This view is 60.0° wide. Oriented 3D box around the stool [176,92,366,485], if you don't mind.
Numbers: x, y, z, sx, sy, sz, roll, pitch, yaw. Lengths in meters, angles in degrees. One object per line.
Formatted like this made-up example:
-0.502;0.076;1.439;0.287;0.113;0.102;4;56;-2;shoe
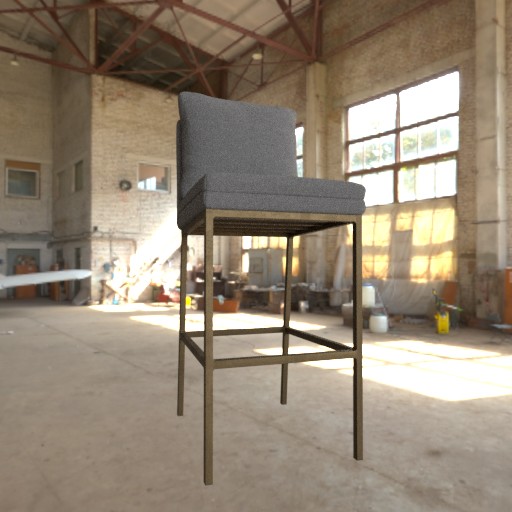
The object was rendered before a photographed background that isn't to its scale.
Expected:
0.000;0.000;1.417;0.463;1.132;0.569;0;-1;-19;stool
